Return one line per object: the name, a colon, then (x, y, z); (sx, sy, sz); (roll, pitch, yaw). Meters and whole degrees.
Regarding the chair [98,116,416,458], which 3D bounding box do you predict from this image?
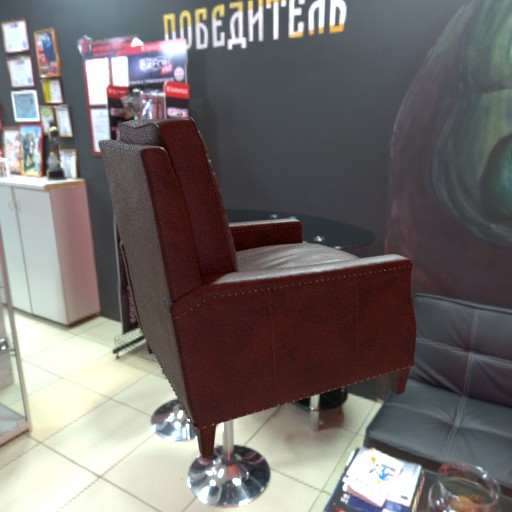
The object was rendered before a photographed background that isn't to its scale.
chair: (0.000, 0.000, 1.785); (1.035, 1.054, 0.854); (-8, 18, -25)
